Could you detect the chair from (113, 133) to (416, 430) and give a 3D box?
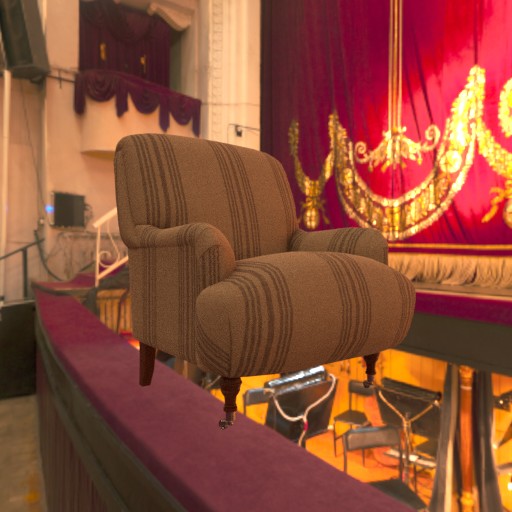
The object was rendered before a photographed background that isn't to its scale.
[{"bbox_3d":[0.000,0.000,1.578,0.813,0.940,0.914,0,1,-37],"label":"chair"}]
